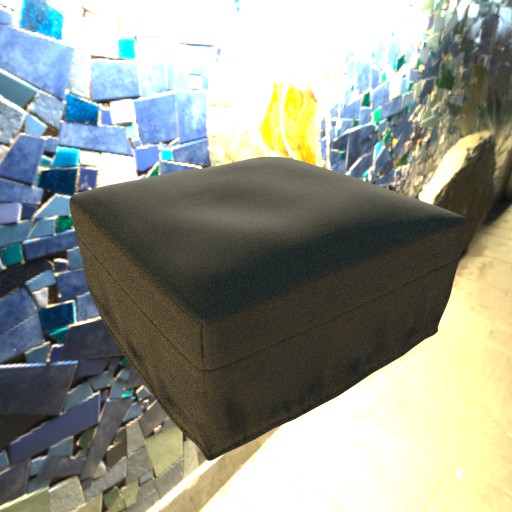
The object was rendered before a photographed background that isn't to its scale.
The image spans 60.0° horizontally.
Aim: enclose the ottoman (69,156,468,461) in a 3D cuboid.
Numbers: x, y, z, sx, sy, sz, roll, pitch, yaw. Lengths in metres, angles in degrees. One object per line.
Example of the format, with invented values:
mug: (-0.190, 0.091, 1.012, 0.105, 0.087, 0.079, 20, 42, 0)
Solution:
ottoman: (0.000, 0.000, 1.330, 0.843, 0.436, 0.840, -18, 32, -31)
